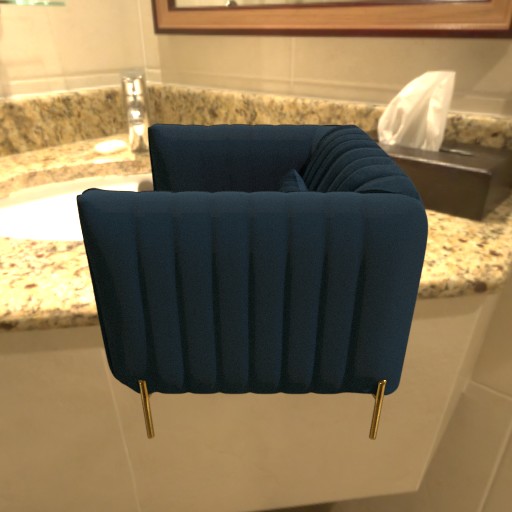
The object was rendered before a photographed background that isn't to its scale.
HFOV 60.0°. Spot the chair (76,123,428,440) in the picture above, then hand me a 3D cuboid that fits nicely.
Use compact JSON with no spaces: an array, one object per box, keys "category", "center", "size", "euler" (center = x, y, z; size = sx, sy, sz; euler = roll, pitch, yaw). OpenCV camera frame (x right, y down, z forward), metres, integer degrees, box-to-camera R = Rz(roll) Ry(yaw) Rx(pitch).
[{"category":"chair","center":[0.000,0.000,1.589],"size":[0.877,0.793,0.947],"euler":[0,28,0]}]
